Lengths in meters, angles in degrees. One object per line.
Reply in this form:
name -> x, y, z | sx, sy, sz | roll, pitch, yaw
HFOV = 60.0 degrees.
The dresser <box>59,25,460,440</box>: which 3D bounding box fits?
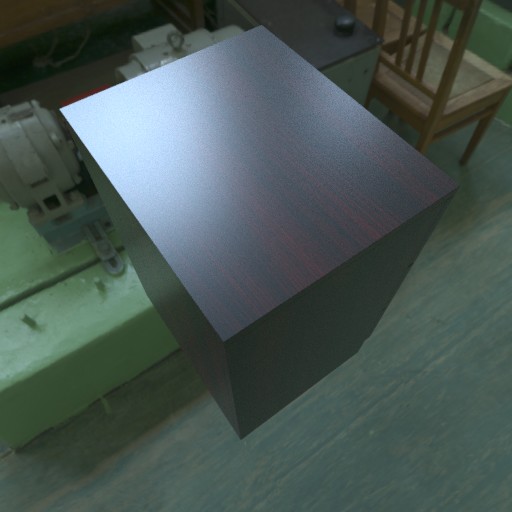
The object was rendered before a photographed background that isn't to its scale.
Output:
dresser -> 0.000, 0.000, 0.800 | 0.360, 0.560, 0.400 | -31, 64, -18
